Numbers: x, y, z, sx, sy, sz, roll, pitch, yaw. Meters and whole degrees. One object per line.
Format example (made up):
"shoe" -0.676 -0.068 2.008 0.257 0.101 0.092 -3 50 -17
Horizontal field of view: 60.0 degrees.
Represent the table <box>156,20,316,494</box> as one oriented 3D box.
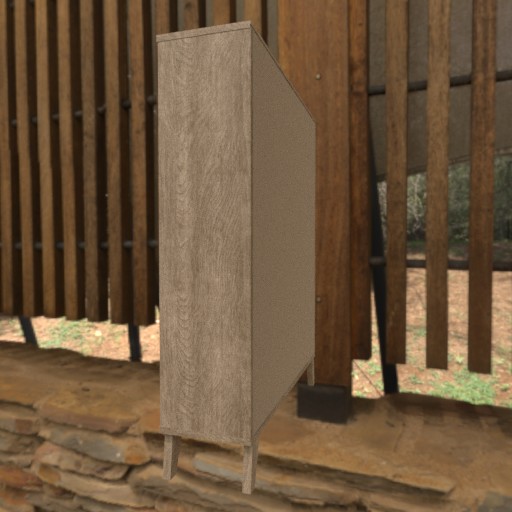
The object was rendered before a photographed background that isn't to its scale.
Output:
"table" 0.000 0.000 1.527 0.256 1.135 0.902 1 2 17
